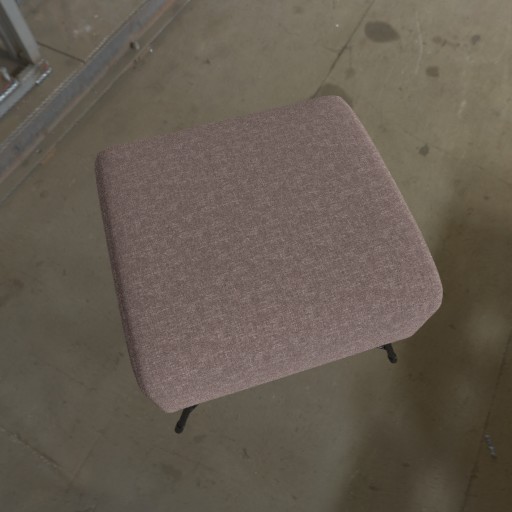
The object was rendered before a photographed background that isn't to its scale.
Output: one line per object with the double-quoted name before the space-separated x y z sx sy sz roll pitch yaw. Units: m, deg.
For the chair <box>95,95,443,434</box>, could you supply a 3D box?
"chair" 0.000 0.000 0.923 0.530 0.410 0.530 -16 65 -7
